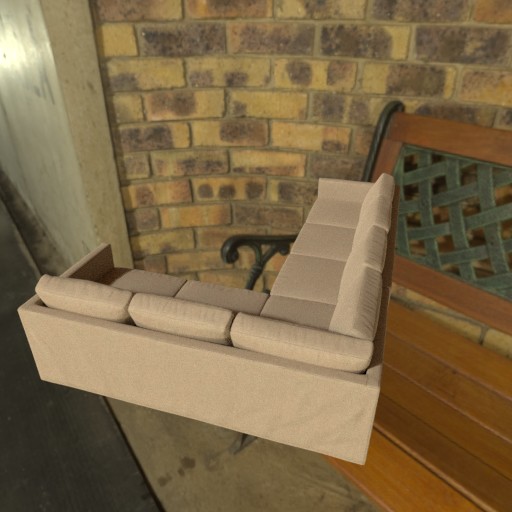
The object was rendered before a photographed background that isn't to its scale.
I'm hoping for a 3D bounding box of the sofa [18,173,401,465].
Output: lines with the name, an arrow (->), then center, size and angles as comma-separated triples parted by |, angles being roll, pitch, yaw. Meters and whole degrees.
sofa -> 0.000, 0.000, 4.128 | 2.432, 0.871, 3.182 | 9, 31, 15
